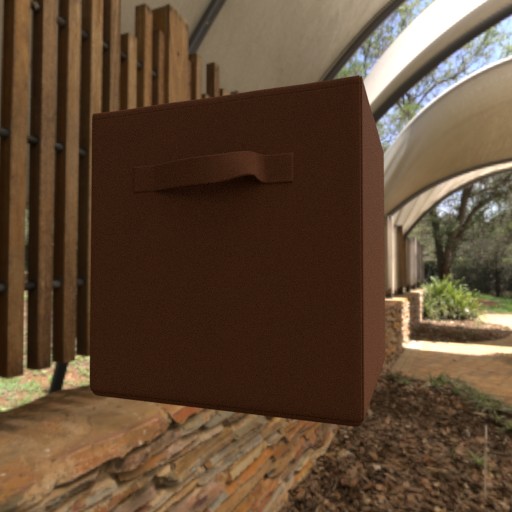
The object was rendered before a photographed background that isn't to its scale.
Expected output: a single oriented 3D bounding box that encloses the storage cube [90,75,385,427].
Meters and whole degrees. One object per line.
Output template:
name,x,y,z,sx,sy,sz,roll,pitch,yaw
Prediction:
storage cube,0.000,0.000,0.504,0.270,0.280,0.270,-1,-2,20
